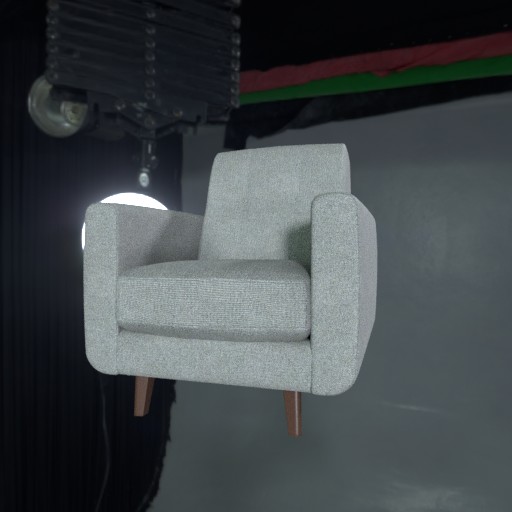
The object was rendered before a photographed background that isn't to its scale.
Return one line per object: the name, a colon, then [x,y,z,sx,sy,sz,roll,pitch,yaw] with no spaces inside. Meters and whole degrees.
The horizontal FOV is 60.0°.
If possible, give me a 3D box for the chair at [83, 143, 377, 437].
chair: [0.000,0.000,1.662,0.845,0.968,0.942,0,0,18]
